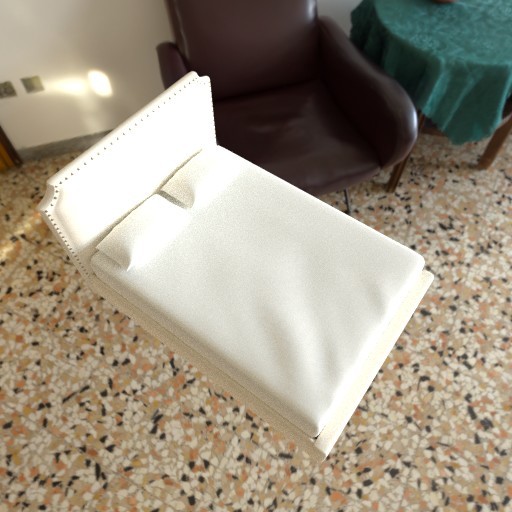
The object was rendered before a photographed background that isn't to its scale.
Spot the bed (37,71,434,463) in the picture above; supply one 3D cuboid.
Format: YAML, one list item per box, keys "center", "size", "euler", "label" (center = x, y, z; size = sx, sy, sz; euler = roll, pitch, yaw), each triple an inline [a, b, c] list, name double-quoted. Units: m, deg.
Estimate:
- center: [0.000, 0.000, 3.373]
  size: [2.365, 1.443, 1.712]
  euler: [32, 63, 19]
  label: "bed"
